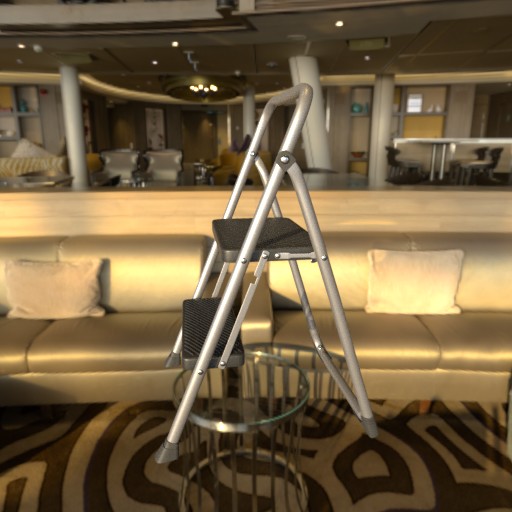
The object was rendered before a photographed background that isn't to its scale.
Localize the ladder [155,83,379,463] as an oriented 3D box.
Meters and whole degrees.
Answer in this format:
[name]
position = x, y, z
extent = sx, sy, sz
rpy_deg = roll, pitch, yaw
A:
[ladder]
position = 0.000, 0.000, 1.024
extent = 0.472, 0.720, 0.430
rpy_deg = -2, 15, -8
